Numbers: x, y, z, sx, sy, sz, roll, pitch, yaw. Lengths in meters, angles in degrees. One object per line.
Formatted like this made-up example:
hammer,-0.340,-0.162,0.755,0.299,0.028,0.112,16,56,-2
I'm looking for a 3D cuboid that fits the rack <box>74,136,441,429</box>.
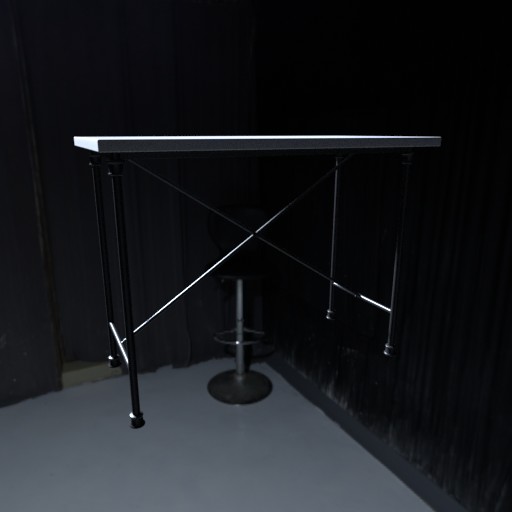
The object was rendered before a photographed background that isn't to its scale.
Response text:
rack,0.000,0.000,1.697,1.159,0.880,0.613,-8,17,-25
